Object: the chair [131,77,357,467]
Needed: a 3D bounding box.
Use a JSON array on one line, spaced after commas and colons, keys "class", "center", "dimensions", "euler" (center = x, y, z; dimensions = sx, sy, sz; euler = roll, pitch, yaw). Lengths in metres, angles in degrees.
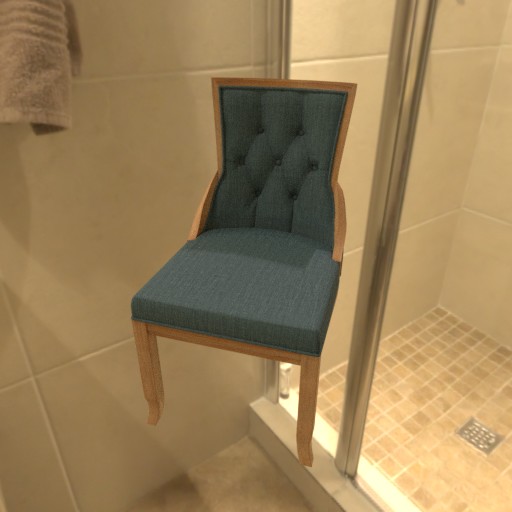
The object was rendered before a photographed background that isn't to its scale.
[{"class": "chair", "center": [0.000, 0.000, 1.359], "dimensions": [0.524, 0.947, 0.641], "euler": [8, 30, 15]}]
